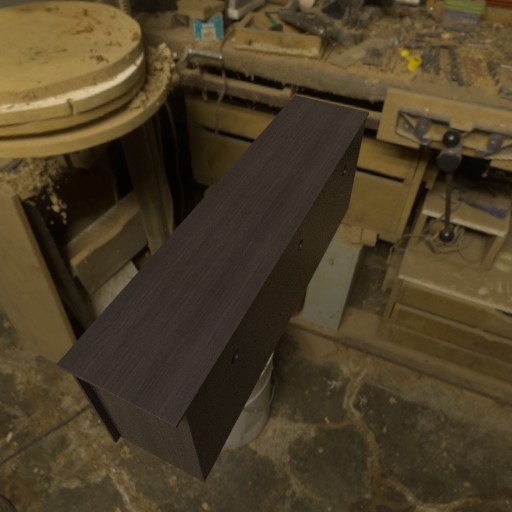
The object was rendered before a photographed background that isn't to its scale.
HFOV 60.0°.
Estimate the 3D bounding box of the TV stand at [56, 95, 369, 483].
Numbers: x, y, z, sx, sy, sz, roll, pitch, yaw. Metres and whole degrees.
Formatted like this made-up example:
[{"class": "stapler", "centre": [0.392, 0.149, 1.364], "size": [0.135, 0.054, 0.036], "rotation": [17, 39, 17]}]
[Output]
[{"class": "TV stand", "centre": [0.000, 0.000, 1.975], "size": [0.406, 0.610, 1.778], "rotation": [20, 50, 17]}]
